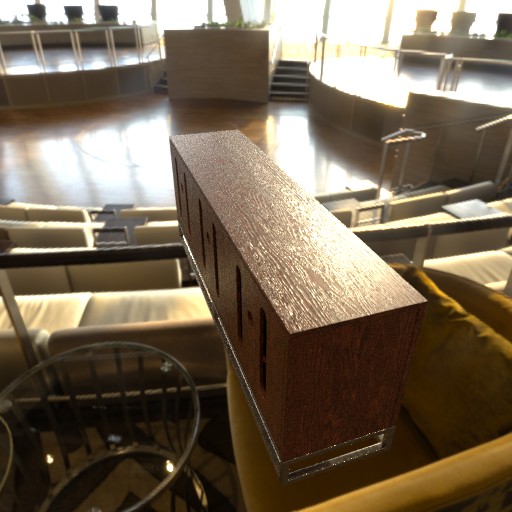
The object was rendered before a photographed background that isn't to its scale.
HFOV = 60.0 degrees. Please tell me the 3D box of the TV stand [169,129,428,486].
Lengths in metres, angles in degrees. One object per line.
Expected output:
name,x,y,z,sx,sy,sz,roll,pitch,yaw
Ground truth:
TV stand,0.000,0.000,1.789,0.382,0.578,1.541,-10,33,-16
